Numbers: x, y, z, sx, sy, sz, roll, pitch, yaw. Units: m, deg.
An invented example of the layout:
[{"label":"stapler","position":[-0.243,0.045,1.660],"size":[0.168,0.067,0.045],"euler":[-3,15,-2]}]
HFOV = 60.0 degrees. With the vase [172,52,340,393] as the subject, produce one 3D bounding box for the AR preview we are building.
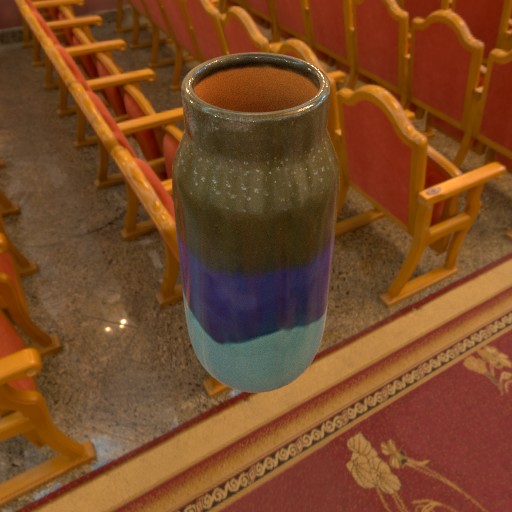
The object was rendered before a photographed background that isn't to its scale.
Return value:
[{"label":"vase","position":[0.000,0.000,0.386],"size":[0.139,0.313,0.139],"euler":[0,46,0]}]
